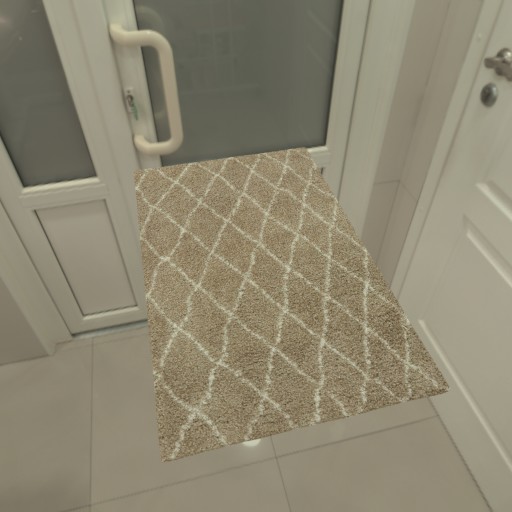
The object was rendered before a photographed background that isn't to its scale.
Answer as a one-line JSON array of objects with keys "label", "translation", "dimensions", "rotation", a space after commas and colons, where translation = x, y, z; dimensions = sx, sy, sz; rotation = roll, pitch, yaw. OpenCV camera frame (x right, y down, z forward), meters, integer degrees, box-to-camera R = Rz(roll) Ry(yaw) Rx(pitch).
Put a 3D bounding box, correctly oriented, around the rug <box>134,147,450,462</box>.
[{"label": "rug", "translation": [0.000, 0.000, 3.043], "dimensions": [1.524, 0.030, 2.438], "rotation": [-10, 46, -10]}]
